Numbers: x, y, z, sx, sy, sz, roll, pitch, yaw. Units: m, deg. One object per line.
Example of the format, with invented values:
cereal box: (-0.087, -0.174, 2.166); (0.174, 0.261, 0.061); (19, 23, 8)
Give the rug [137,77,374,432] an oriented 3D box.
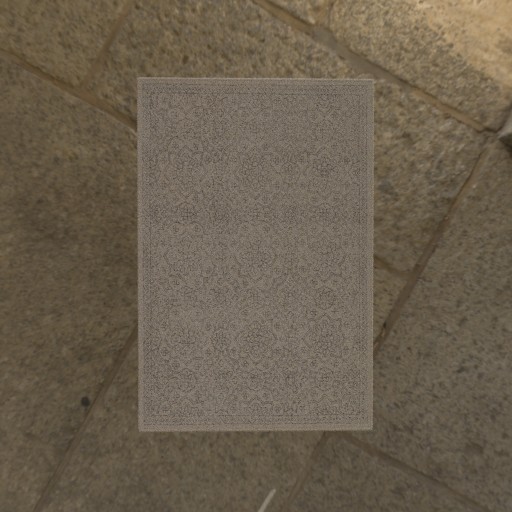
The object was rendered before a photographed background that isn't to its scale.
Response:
rug: (0.000, 0.000, 2.868); (1.524, 0.011, 2.286); (0, 91, -1)
